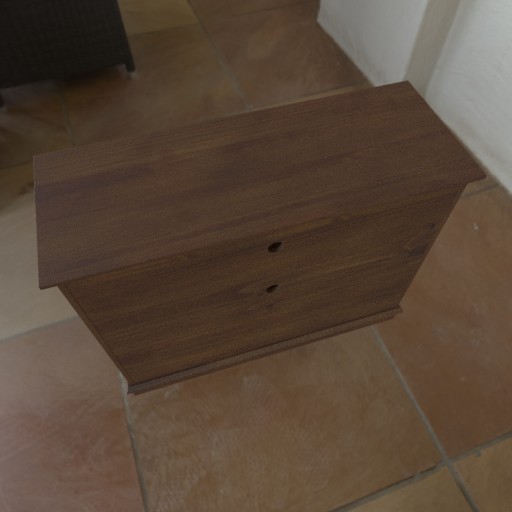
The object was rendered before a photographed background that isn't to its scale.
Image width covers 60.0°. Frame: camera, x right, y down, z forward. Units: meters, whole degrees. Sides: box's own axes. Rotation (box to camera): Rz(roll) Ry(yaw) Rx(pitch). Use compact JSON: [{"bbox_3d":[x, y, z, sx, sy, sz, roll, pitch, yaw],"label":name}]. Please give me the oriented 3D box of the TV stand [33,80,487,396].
[{"bbox_3d":[0.000,0.000,1.449,1.067,0.813,0.406,-14,57,-10],"label":"TV stand"}]
